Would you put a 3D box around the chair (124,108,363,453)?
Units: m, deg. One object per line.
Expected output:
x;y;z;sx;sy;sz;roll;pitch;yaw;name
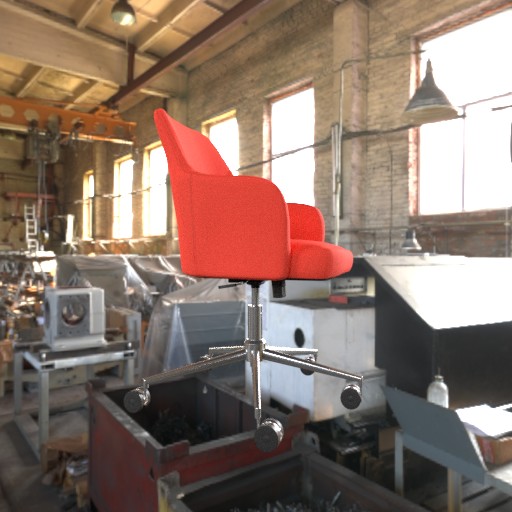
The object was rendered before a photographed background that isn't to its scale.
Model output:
0.000;0.000;1.273;0.600;0.820;0.655;0;0;17;chair
